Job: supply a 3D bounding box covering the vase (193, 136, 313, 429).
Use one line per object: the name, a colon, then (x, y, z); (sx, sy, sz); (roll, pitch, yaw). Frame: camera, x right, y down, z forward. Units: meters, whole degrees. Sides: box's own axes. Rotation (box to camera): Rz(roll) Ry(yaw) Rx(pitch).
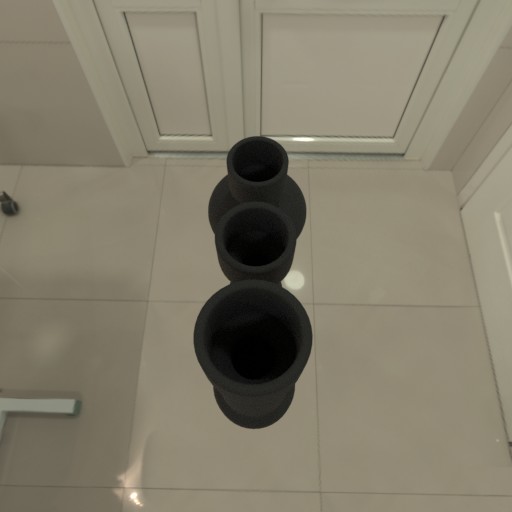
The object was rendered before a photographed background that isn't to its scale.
vase: (0.000, 0.000, 0.437); (0.120, 0.249, 0.307); (1, 65, 0)
